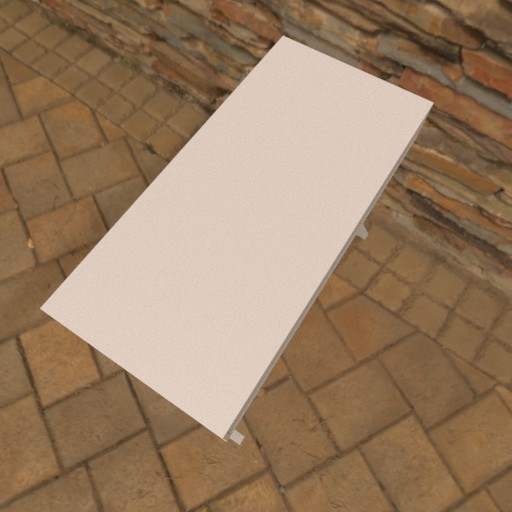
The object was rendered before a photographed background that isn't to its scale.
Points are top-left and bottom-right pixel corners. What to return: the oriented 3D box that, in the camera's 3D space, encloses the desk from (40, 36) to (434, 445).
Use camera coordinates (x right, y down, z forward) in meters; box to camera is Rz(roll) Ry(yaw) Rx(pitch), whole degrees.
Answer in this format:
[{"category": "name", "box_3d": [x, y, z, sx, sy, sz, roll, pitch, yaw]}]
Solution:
[{"category": "desk", "box_3d": [0.000, 0.000, 1.491, 0.525, 0.780, 1.057, 30, 69, 13]}]
